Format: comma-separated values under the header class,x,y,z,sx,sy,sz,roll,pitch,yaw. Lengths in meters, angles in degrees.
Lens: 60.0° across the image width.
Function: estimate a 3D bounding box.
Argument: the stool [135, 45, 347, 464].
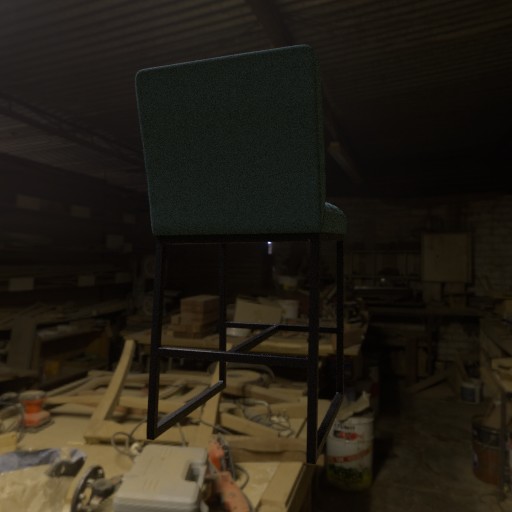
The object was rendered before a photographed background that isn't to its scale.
class,x,y,z,sx,sy,sz,roll,pitch,yaw
stool,0.000,0.000,1.286,0.460,0.940,0.560,0,0,19
